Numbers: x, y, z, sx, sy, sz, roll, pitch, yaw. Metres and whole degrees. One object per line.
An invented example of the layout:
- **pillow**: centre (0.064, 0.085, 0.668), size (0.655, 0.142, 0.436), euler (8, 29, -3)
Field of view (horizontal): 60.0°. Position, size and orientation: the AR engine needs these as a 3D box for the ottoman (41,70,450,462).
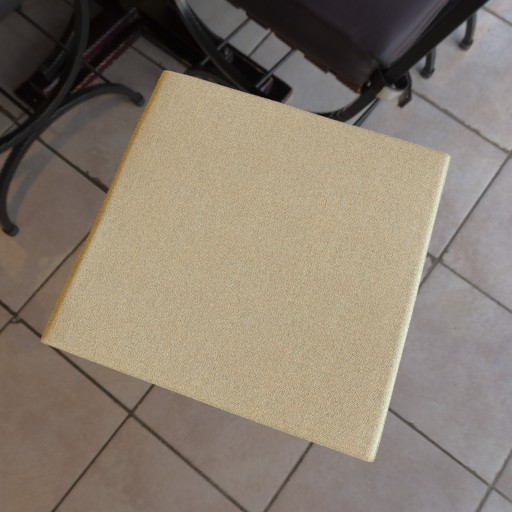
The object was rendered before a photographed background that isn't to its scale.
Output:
- **ottoman**: centre (0.000, 0.000, 1.491), size (1.004, 0.379, 0.968), euler (18, 76, 5)
